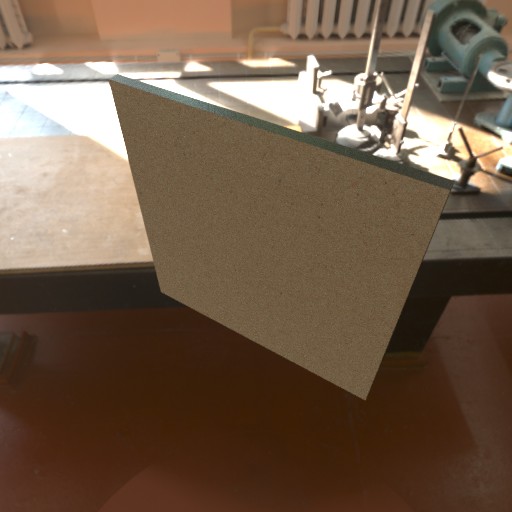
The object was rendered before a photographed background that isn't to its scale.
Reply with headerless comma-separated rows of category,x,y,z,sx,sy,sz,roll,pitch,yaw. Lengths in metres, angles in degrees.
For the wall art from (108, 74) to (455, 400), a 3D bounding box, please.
wall art,0.000,0.000,1.163,0.773,0.775,0.031,24,51,21
